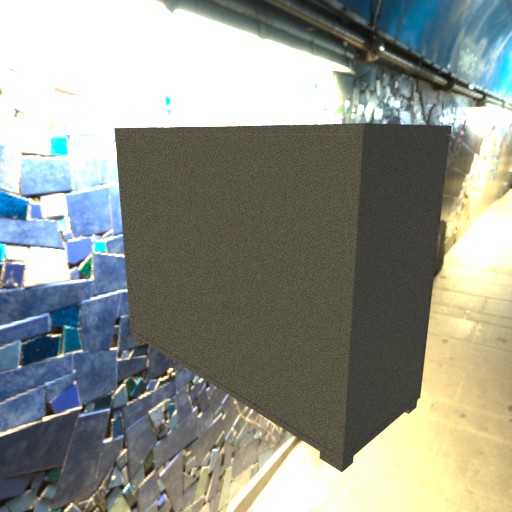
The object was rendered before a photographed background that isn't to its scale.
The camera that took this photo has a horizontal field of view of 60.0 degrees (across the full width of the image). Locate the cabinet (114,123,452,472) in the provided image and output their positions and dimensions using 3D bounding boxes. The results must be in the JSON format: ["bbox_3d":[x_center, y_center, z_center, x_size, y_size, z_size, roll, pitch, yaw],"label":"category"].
[{"bbox_3d":[0.000,0.000,1.430,0.400,0.800,1.000,-15,21,-42],"label":"cabinet"}]
